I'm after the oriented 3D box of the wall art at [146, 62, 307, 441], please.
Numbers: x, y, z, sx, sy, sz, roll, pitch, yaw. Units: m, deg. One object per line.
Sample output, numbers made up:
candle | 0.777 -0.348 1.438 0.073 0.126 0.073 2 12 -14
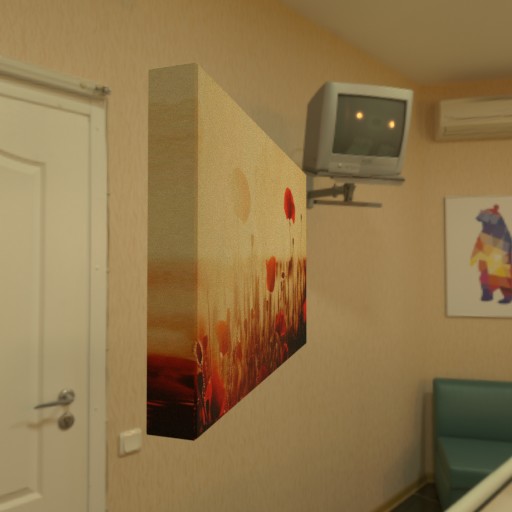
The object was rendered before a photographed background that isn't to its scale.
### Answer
wall art | 0.000 0.000 0.481 0.037 0.251 0.383 0 -1 17
